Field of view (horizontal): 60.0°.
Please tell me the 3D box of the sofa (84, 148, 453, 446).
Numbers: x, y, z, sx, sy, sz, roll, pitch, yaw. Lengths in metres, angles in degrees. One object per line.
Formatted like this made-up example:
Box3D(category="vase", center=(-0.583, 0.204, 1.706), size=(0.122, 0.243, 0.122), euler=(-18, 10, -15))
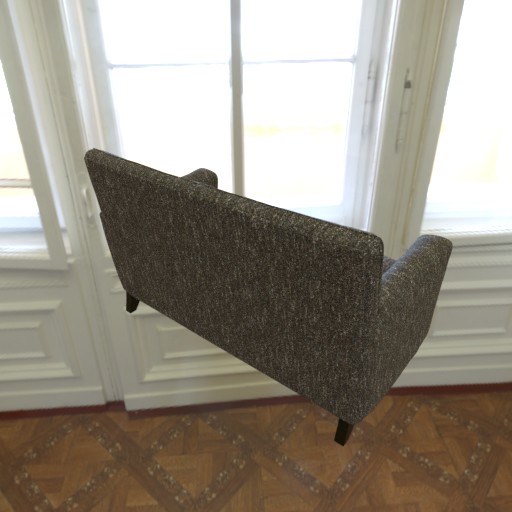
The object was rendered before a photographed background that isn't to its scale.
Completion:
Box3D(category="sofa", center=(0.000, 0.000, 2.095), size=(1.519, 0.946, 0.801), euler=(22, 36, 34))
